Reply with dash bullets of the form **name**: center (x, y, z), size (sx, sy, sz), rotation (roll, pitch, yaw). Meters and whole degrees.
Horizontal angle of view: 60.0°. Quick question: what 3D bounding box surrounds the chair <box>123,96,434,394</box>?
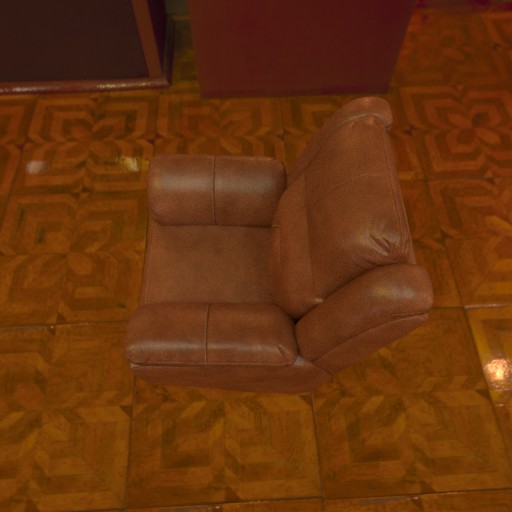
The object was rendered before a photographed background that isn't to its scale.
- **chair**: center (0.000, 0.000, 1.884), size (1.041, 1.093, 0.990), rotation (-1, 60, 0)
